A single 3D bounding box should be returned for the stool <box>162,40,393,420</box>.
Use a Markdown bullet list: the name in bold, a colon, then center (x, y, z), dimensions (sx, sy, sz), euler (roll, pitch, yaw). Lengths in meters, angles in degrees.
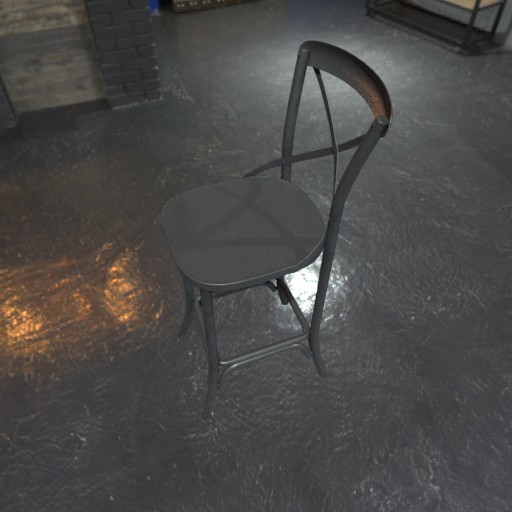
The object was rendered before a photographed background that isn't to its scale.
- **stool**: center (0.000, 0.000, 1.442), dimensions (0.584, 1.168, 0.457), euler (-16, 49, -14)
